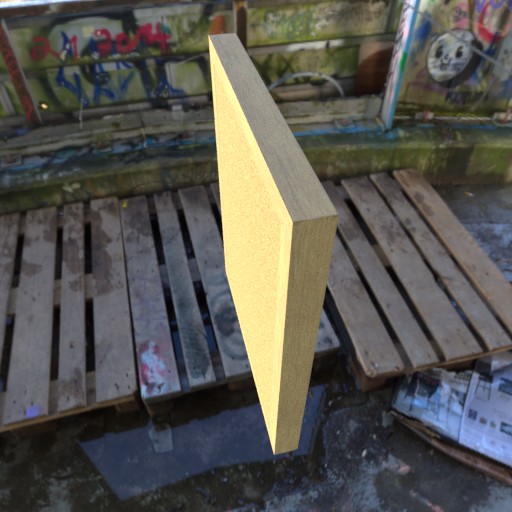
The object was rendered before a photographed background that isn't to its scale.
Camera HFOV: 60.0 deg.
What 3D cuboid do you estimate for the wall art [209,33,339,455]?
[{"bbox_3d":[0.000,0.000,0.513,0.030,0.380,0.312,-10,47,-9],"label":"wall art"}]
